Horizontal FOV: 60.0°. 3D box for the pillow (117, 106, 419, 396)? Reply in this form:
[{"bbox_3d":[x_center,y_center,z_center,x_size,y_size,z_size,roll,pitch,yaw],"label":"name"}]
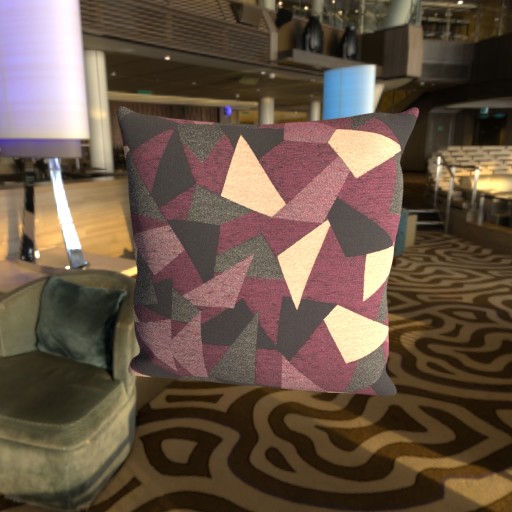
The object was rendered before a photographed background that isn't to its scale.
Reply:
[{"bbox_3d":[0.000,0.000,0.762,0.503,0.496,0.208,2,14,9],"label":"pillow"}]
